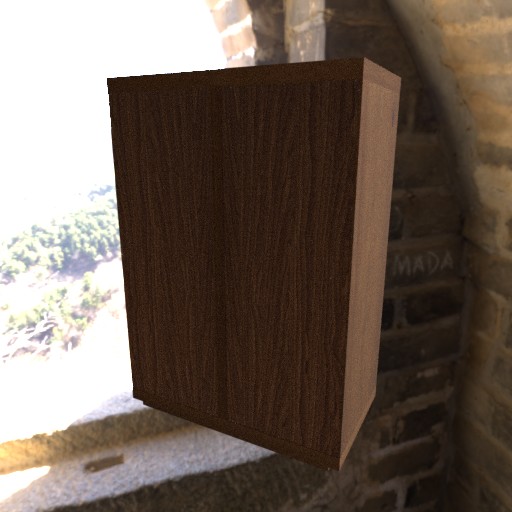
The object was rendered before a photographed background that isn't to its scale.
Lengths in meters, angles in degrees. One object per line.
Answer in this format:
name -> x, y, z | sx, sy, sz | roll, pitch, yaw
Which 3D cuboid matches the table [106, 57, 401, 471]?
table -> 0.000, 0.000, 1.726 | 0.901, 1.294, 0.524 | 8, 17, 27
